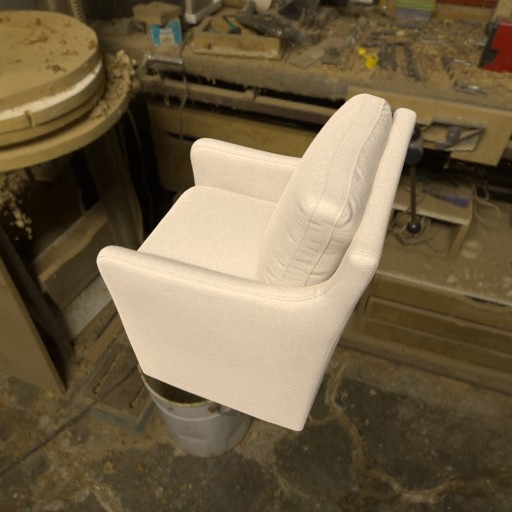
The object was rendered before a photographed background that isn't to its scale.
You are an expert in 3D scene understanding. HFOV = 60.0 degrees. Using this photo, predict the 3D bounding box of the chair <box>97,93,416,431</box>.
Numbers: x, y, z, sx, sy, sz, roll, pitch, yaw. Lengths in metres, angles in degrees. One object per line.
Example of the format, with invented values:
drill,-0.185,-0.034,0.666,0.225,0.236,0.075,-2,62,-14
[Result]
chair,0.000,0.000,1.354,0.694,0.914,0.626,16,49,14
